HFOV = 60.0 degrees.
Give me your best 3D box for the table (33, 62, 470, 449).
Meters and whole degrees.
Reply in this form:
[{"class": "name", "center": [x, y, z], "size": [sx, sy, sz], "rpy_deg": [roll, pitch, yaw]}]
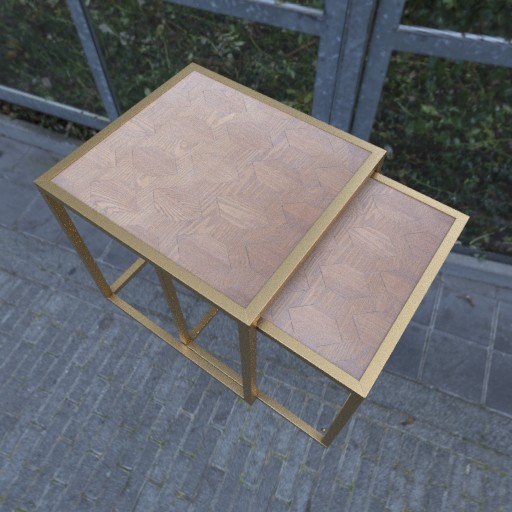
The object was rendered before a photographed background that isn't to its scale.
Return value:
[{"class": "table", "center": [0.000, 0.000, 1.106], "size": [0.762, 0.505, 0.505], "rpy_deg": [31, 62, 18]}]
